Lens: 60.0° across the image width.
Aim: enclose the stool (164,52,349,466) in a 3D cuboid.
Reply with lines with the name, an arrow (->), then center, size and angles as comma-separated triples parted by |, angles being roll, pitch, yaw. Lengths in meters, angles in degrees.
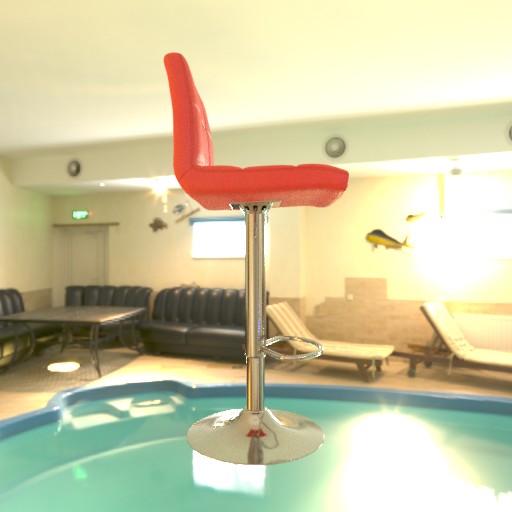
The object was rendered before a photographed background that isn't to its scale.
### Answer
stool -> 0.000, 0.000, 1.381 | 0.505, 1.115, 0.430 | 0, 0, 1
